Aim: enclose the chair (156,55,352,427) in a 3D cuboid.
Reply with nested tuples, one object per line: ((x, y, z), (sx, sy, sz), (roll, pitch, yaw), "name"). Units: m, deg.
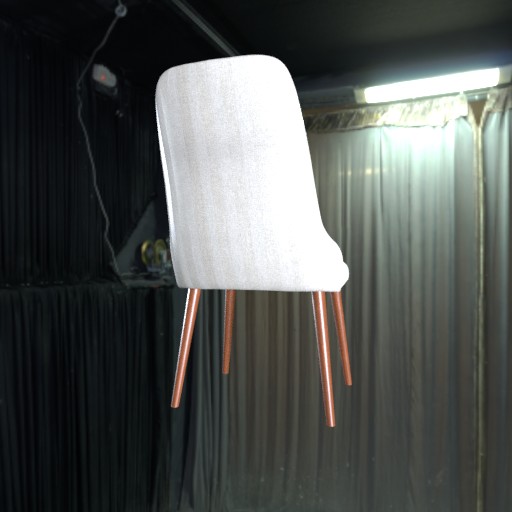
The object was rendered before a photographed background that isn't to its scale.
((0.000, 0.000, 1.345), (0.526, 0.917, 0.684), (0, 0, 18), "chair")
